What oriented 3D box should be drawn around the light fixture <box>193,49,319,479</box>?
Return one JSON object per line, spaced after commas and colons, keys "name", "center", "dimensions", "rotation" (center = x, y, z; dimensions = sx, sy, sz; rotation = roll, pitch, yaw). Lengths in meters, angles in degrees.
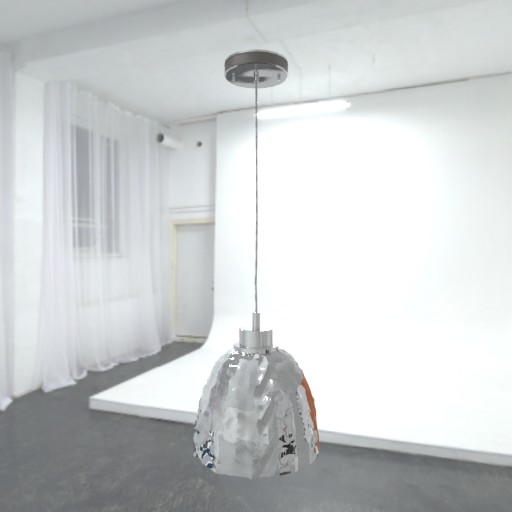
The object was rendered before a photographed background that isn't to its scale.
{"name": "light fixture", "center": [0.000, 0.000, 1.744], "dimensions": [0.496, 1.511, 0.500], "rotation": [0, 0, 0]}
